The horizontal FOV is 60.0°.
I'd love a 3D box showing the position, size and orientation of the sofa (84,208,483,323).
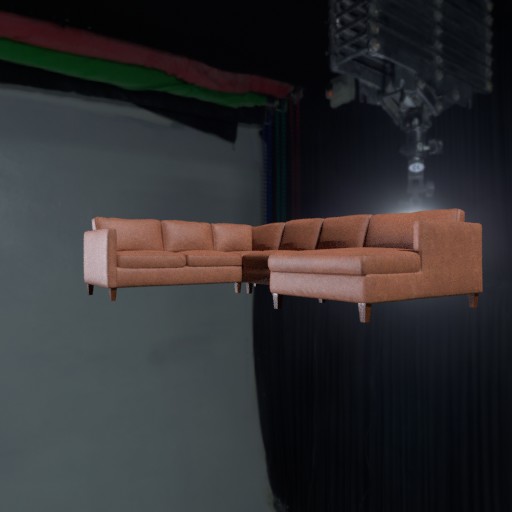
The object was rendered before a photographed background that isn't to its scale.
[{"bbox_3d":[0.000,0.000,4.594,2.593,0.923,3.460,0,0,-36],"label":"sofa"}]
